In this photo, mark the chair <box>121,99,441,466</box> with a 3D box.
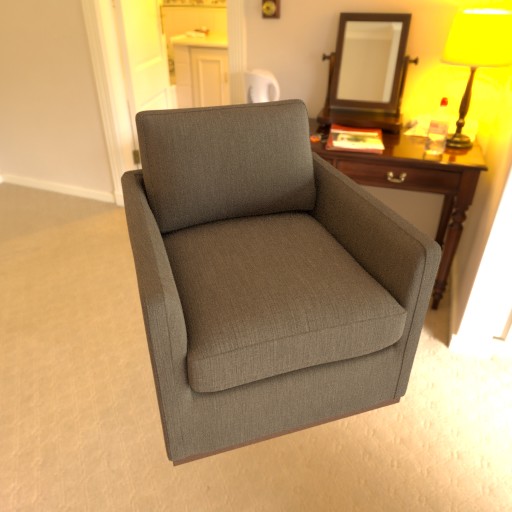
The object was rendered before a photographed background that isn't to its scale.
[{"bbox_3d":[0.000,0.000,1.438,0.763,0.811,0.834,-10,33,-15],"label":"chair"}]
